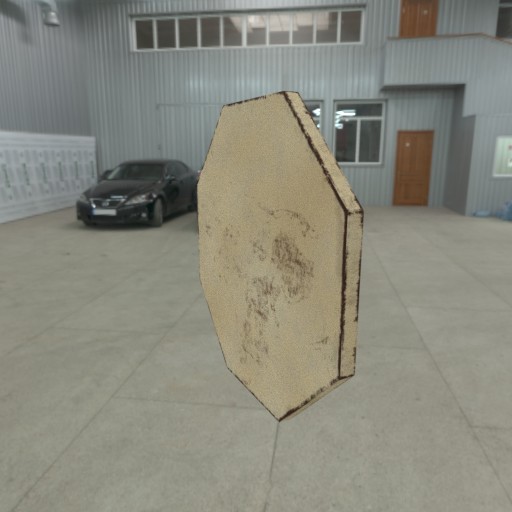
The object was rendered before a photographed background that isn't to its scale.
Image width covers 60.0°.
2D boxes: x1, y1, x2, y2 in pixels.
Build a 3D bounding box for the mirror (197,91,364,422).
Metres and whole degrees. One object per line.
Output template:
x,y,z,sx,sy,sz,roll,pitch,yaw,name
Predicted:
0.000,0.000,0.965,0.031,0.648,0.648,-7,15,-26,mirror
